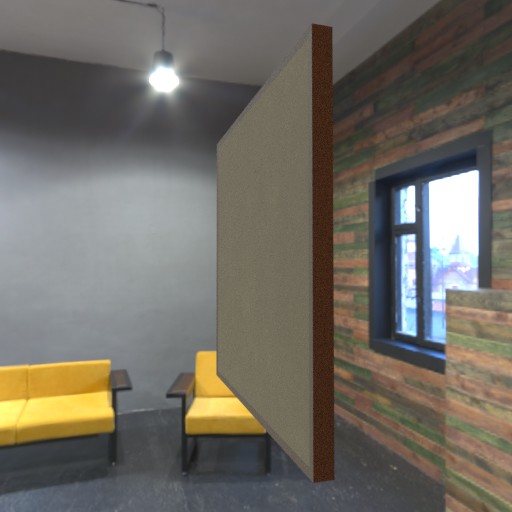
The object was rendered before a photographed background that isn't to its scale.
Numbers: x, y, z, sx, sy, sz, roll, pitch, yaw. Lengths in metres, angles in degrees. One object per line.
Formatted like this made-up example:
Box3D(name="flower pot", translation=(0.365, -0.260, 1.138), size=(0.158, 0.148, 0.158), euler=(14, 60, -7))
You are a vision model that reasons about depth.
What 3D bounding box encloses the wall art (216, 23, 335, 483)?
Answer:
Box3D(name="wall art", translation=(0.000, 0.000, 1.100), size=(0.038, 0.758, 0.761), euler=(0, -2, -17))
